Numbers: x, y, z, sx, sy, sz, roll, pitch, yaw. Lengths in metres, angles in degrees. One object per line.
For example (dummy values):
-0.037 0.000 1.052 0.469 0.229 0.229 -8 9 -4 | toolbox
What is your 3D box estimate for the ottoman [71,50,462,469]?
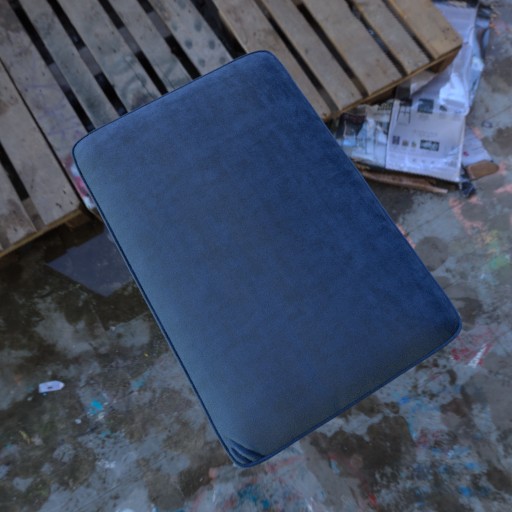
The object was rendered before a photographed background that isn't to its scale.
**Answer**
0.000 0.000 1.200 0.583 0.484 0.862 -30 77 -8 | ottoman
